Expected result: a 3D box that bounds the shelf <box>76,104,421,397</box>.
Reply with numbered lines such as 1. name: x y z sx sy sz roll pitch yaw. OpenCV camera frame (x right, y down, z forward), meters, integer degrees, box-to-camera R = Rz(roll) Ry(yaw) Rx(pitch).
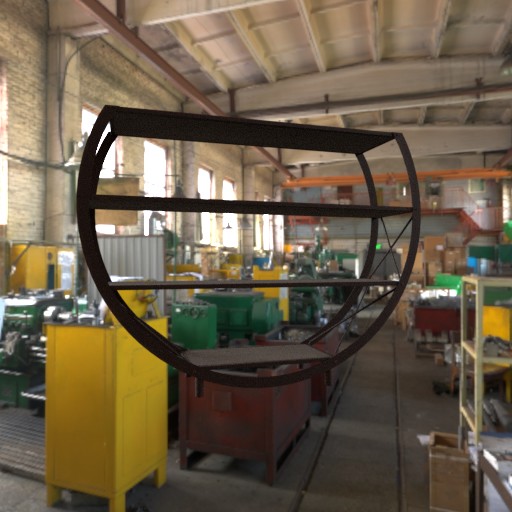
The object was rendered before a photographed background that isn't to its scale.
1. shelf: 0.000 0.000 1.896 1.403 1.063 0.344 0 -1 -17
